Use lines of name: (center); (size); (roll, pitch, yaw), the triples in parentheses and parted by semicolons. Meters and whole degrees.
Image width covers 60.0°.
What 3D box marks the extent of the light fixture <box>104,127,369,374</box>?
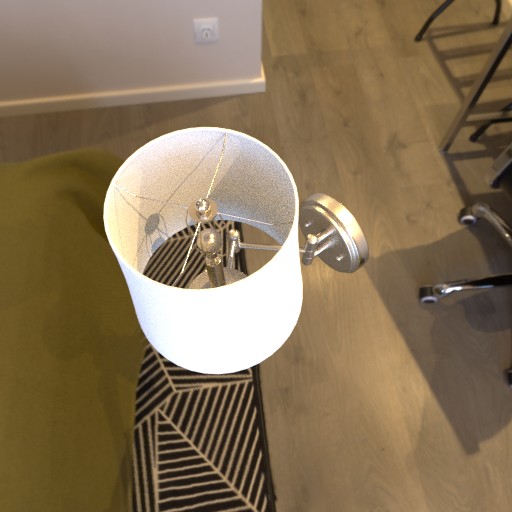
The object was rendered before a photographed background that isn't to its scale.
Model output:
light fixture: (0.000, 0.000, 0.589); (0.348, 0.381, 0.223); (-35, 69, -16)
